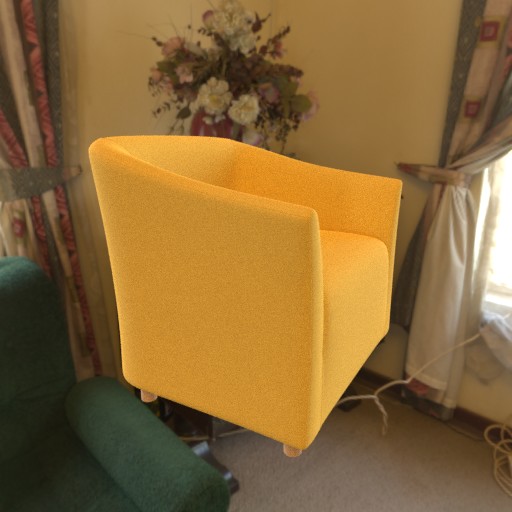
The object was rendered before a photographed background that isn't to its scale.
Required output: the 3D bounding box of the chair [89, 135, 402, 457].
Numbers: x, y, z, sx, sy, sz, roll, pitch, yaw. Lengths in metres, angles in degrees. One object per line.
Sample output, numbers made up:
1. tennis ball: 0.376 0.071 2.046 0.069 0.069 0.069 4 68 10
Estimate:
1. chair: 0.000 0.000 1.368 0.700 0.720 0.790 8 17 29
